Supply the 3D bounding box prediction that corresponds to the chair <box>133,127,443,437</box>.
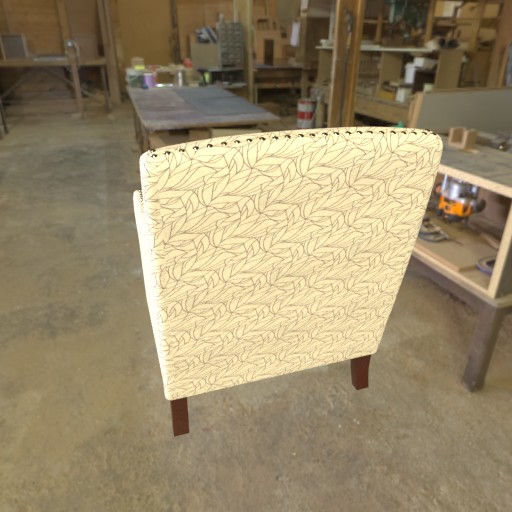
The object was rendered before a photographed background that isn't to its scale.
[{"bbox_3d":[0.000,0.000,1.277,0.623,0.816,0.651,-8,28,-16],"label":"chair"}]
